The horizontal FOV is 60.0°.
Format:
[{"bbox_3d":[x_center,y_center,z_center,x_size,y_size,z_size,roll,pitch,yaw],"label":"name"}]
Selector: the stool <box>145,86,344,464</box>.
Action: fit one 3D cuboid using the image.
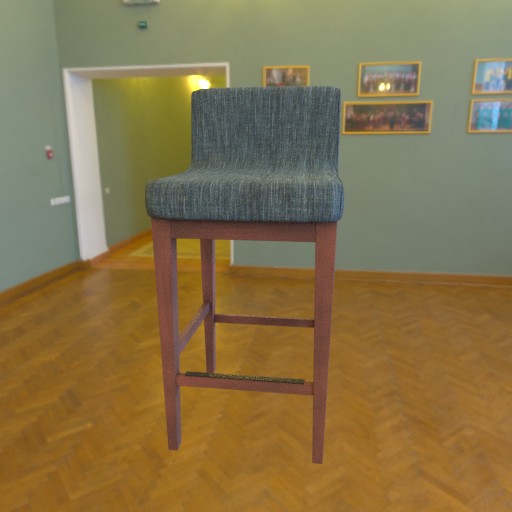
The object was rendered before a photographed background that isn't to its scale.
[{"bbox_3d":[0.000,0.000,1.097,0.395,0.835,0.459,2,14,8],"label":"stool"}]
